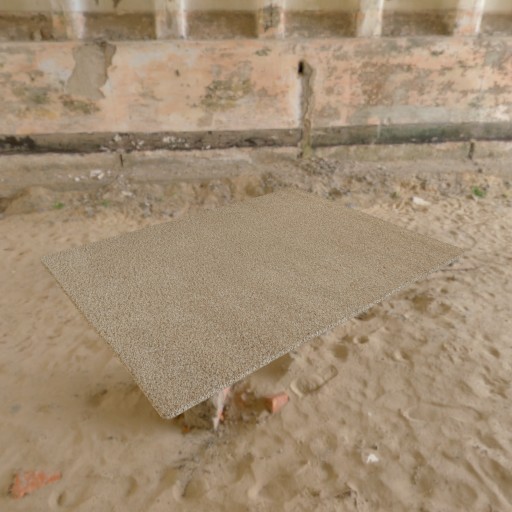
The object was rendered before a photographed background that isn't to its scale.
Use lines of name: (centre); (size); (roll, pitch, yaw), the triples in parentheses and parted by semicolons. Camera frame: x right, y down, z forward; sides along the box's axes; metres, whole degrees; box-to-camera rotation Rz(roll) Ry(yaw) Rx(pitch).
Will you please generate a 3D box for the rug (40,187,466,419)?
rug: (0.000, 0.000, 2.063); (1.600, 0.025, 1.199); (-20, 34, -34)
